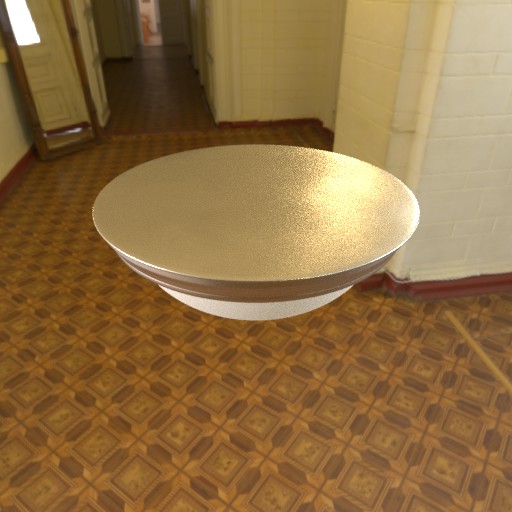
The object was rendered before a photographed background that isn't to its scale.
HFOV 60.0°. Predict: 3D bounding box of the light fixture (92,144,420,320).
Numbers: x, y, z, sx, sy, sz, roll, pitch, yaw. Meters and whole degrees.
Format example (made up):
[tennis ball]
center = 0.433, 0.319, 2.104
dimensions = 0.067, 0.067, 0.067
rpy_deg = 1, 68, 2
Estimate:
[light fixture]
center = 0.000, 0.000, 0.432
dimensions = 0.280, 0.135, 0.280
rpy_deg = 0, 31, 0
